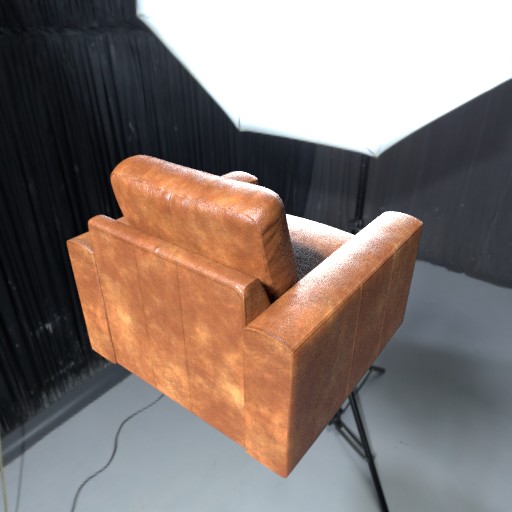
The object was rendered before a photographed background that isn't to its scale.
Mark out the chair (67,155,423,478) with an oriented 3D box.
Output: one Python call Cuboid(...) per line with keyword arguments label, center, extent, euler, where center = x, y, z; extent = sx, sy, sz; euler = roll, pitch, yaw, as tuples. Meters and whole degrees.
Cuboid(label="chair", center=(0.000, 0.000, 1.782), extent=(1.005, 0.873, 1.016), euler=(21, 36, 31))
